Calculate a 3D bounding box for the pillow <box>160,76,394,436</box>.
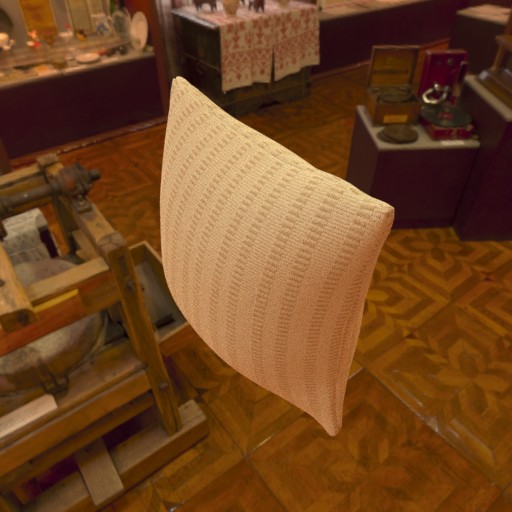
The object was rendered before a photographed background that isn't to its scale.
[{"bbox_3d":[0.000,0.000,0.676,0.247,0.419,0.438,-25,47,-26],"label":"pillow"}]
